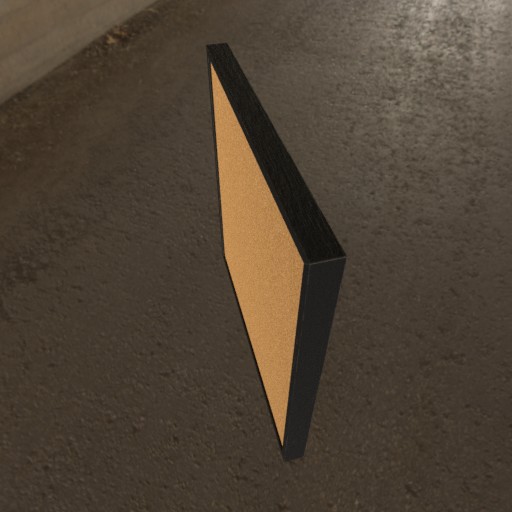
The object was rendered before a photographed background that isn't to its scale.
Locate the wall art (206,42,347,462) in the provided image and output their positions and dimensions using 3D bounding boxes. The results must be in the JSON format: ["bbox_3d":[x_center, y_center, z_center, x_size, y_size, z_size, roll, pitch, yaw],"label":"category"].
[{"bbox_3d":[0.000,0.000,0.748,0.036,0.506,0.506,-11,48,-10],"label":"wall art"}]
